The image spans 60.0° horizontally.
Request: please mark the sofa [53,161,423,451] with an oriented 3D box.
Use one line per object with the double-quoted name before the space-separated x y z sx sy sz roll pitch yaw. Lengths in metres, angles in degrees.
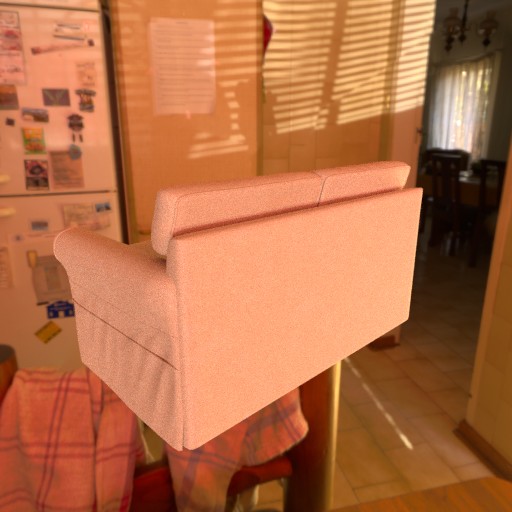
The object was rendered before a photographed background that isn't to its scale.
"sofa" 0.000 0.000 2.337 1.727 0.940 0.991 -16 23 -42
